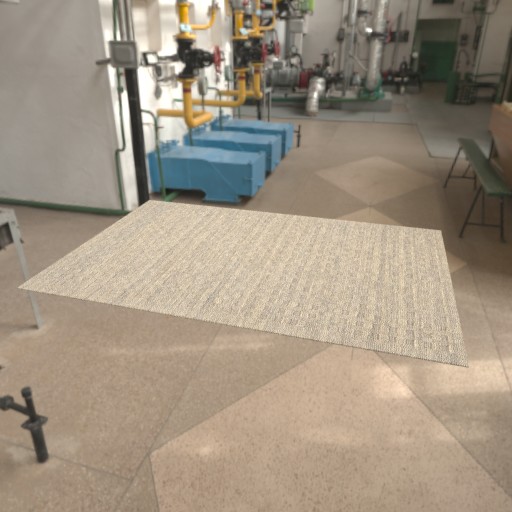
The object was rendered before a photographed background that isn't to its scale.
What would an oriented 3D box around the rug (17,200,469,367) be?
[{"bbox_3d":[0.000,0.000,2.128,1.752,0.006,1.142,7,28,14],"label":"rug"}]
